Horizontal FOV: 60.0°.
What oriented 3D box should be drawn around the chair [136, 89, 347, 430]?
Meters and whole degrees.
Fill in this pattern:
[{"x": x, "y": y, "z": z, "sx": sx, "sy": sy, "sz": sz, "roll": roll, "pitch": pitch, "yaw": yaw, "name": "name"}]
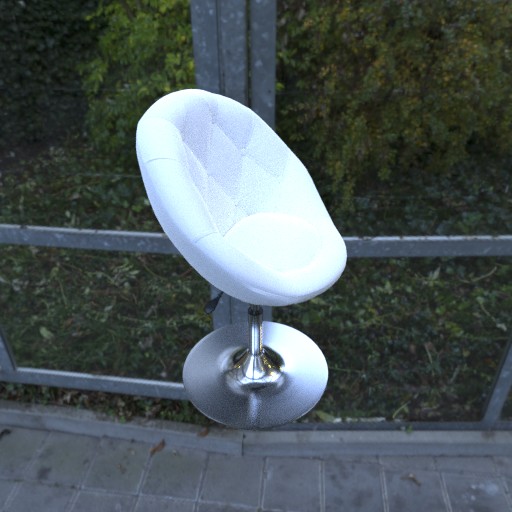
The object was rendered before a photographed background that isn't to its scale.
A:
[{"x": 0.000, "y": 0.000, "z": 1.839, "sx": 0.736, "sy": 1.261, "sz": 0.940, "roll": 10, "pitch": 32, "yaw": 17, "name": "chair"}]
